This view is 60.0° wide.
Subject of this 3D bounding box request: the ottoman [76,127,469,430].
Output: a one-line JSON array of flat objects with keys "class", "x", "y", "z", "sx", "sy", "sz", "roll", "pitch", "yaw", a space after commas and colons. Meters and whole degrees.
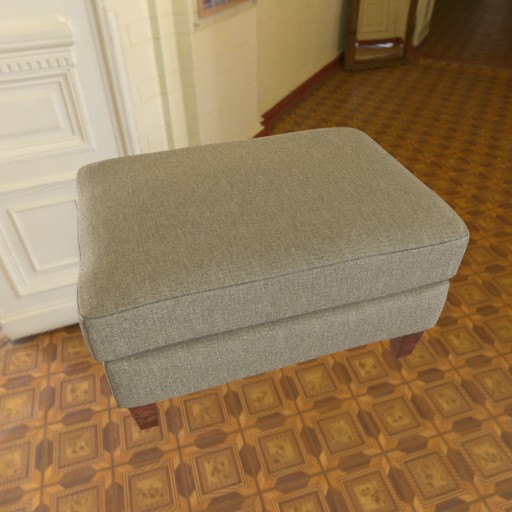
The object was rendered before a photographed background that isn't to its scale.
[{"class": "ottoman", "x": 0.000, "y": 0.000, "z": 1.234, "sx": 0.873, "sy": 0.494, "sz": 0.639, "roll": -11, "pitch": 42, "yaw": -13}]
